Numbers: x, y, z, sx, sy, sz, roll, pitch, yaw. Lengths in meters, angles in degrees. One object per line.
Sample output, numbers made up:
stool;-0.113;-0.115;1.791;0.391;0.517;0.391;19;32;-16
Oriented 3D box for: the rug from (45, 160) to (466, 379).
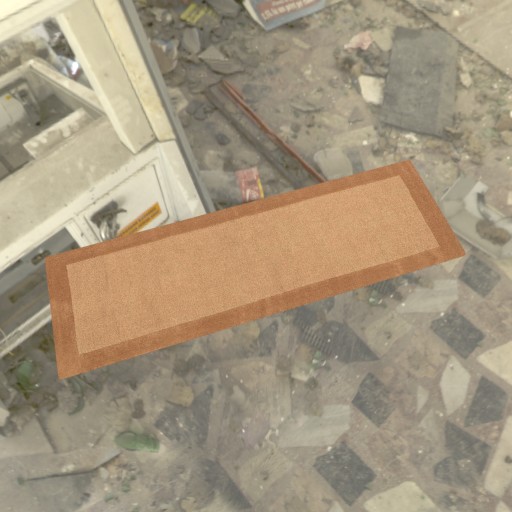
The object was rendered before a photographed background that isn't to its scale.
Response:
rug;0.000;0.000;2.682;2.439;0.017;0.764;-16;64;-8
